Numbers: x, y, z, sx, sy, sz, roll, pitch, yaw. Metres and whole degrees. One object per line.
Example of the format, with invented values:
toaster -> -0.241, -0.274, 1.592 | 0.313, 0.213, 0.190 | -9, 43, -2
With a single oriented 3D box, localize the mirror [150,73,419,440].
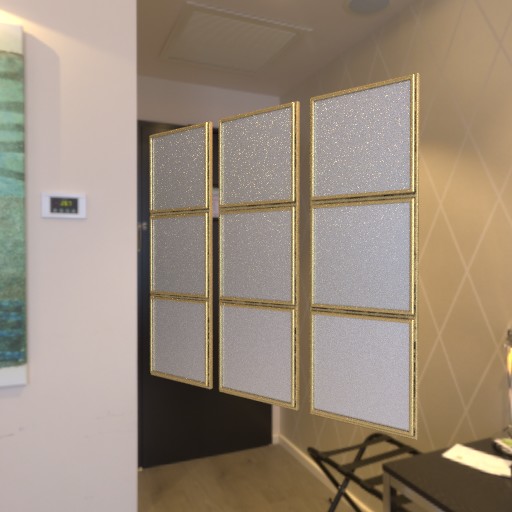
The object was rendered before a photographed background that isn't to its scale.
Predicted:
mirror -> 0.000, 0.000, 1.418 | 1.011, 0.926, 0.023 | 0, 1, 36
